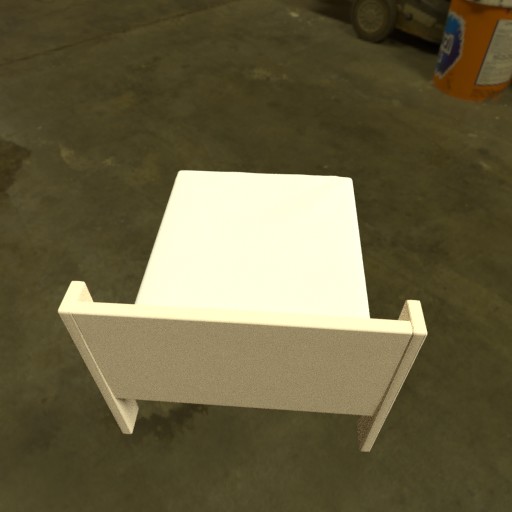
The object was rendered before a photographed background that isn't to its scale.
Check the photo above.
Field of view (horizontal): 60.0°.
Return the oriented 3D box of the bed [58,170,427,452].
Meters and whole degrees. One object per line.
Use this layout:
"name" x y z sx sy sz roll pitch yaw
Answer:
"bed" 0.000 0.000 3.402 1.765 1.471 2.280 3 46 3
